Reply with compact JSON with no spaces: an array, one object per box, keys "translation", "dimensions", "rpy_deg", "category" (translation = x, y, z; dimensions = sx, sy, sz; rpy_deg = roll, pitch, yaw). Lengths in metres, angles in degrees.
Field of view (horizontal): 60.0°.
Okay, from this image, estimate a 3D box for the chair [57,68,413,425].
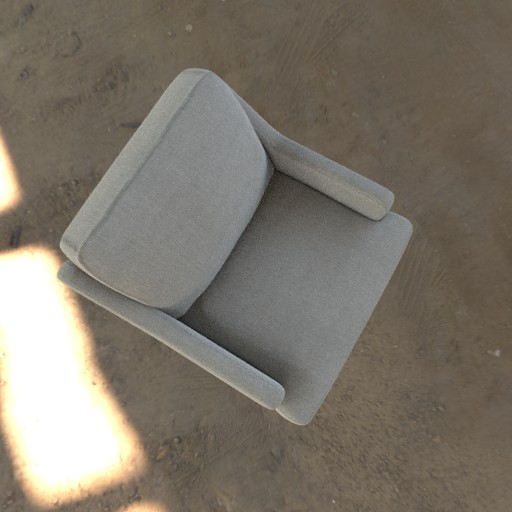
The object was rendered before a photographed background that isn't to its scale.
[{"translation":[0.000,0.000,1.532],"dimensions":[0.892,0.821,0.826],"rpy_deg":[30,79,7],"category":"chair"}]
